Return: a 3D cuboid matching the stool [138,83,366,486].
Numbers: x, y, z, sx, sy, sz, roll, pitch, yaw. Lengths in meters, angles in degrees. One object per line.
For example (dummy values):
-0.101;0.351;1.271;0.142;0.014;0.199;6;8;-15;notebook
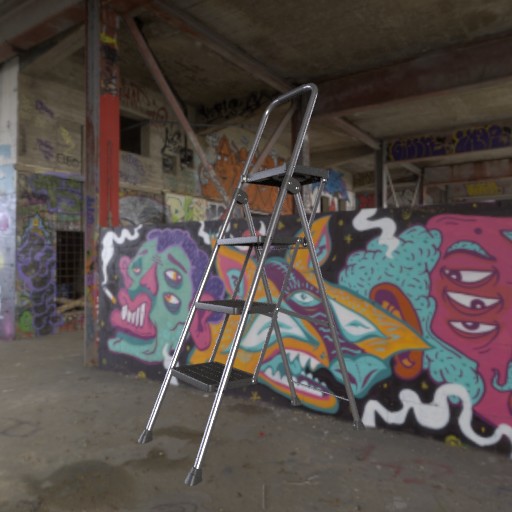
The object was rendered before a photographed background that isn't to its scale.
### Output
0.000;0.000;1.594;0.733;1.277;0.396;1;-1;-36;stool
